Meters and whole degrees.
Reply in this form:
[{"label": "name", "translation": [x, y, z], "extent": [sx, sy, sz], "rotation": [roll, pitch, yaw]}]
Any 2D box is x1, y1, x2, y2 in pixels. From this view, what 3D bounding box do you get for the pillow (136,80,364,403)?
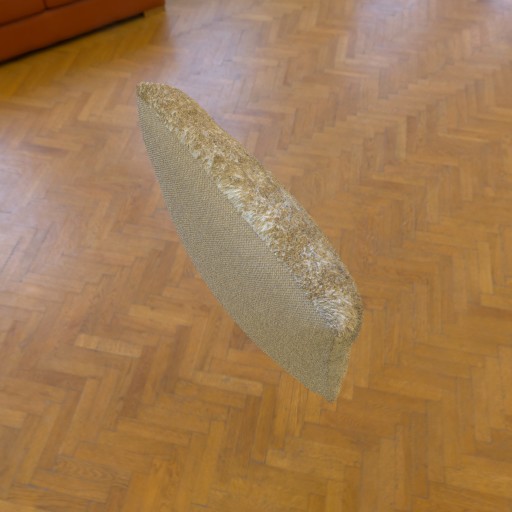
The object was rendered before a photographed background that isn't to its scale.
[{"label": "pillow", "translation": [0.000, 0.000, 0.823], "extent": [0.218, 0.515, 0.529], "rotation": [-31, 64, -17]}]
